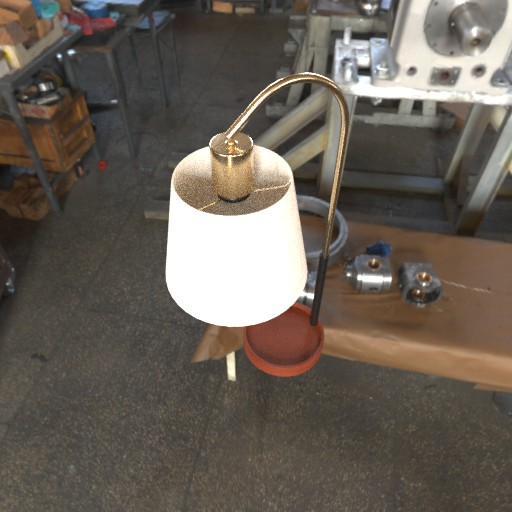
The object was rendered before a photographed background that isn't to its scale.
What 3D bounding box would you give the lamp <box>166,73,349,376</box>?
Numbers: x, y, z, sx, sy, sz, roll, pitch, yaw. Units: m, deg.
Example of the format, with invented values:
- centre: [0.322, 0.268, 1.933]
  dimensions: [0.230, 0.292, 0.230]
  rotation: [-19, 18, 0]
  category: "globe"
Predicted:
- centre: [0.000, 0.000, 0.663]
  dimensions: [0.273, 0.536, 0.211]
  rotation: [-18, 49, -16]
  category: "lamp"
